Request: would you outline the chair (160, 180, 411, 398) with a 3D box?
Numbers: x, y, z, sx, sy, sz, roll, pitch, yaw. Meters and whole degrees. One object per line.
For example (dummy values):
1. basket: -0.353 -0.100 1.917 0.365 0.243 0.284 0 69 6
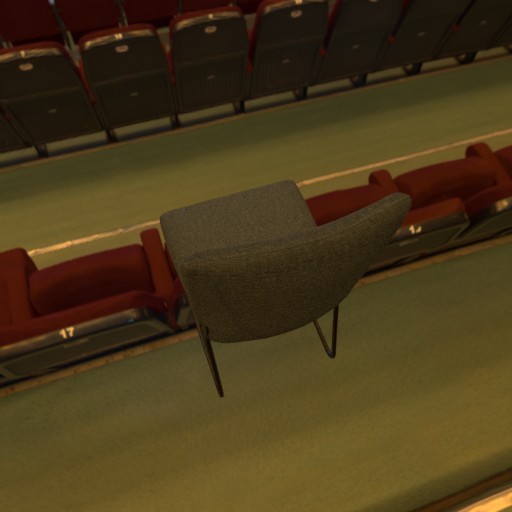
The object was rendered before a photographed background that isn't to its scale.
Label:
1. chair: 0.000 0.000 1.298 0.480 0.931 0.635 -17 59 -10
